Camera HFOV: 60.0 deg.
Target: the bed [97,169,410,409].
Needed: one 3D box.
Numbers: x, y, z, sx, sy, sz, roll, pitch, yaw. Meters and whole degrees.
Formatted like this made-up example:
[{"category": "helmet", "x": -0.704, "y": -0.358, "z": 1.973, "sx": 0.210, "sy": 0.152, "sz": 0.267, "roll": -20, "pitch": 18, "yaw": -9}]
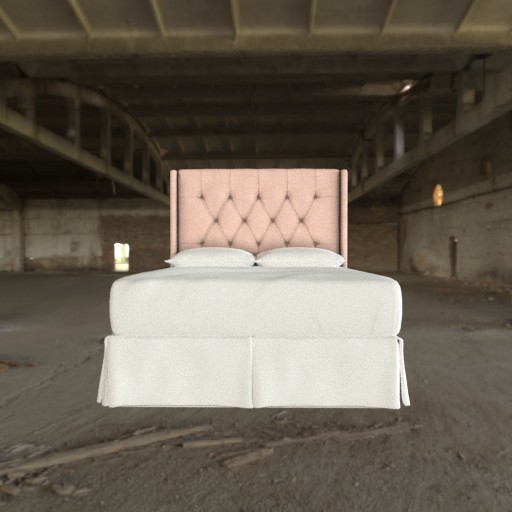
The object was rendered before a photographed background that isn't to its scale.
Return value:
[{"category": "bed", "x": 0.000, "y": 0.000, "z": 3.377, "sx": 1.719, "sy": 1.665, "sz": 2.066, "roll": 0, "pitch": 1, "yaw": 1}]
